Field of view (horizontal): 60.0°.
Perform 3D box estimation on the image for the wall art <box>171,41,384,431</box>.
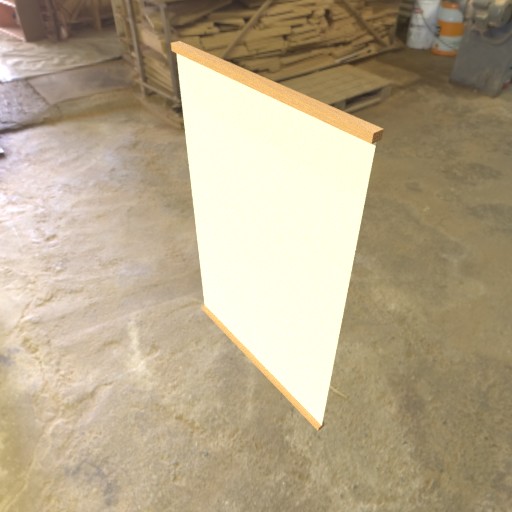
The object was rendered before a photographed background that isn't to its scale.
[{"bbox_3d":[0.000,0.000,1.909,0.040,1.510,0.991,-28,48,-28],"label":"wall art"}]
